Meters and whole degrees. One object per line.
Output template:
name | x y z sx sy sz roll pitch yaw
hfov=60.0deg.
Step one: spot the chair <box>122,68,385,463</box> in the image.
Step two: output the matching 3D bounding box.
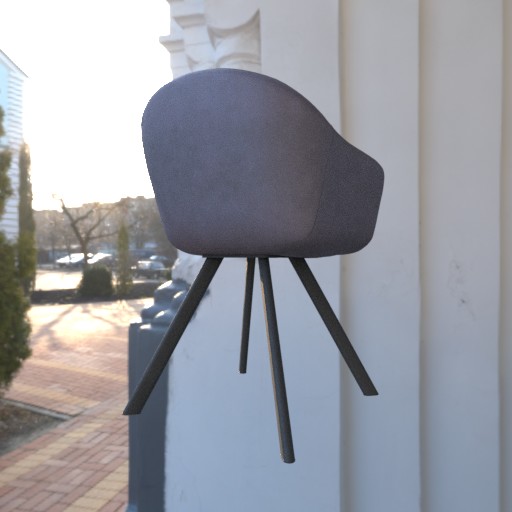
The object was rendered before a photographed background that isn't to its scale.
chair | 0.000 0.000 1.163 0.567 0.781 0.544 0 0 34
